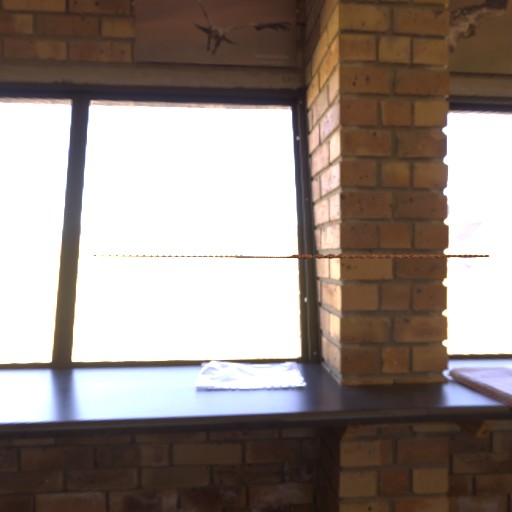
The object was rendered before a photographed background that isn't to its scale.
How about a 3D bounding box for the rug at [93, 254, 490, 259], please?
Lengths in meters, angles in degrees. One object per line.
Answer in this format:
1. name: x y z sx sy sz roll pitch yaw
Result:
1. rug: 0.000 0.000 2.539 1.232 0.017 2.092 0 0 -36
